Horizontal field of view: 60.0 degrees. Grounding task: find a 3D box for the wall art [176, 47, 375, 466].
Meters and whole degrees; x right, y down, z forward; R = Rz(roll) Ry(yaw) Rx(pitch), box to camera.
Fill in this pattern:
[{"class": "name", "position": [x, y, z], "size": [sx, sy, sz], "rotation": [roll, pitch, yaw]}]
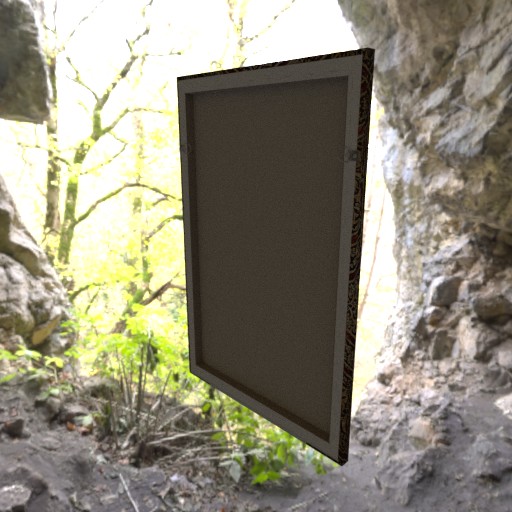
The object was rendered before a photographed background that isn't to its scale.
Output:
[{"class": "wall art", "position": [0.000, 0.000, 0.752], "size": [0.020, 0.599, 0.397], "rotation": [-15, 21, -43]}]
